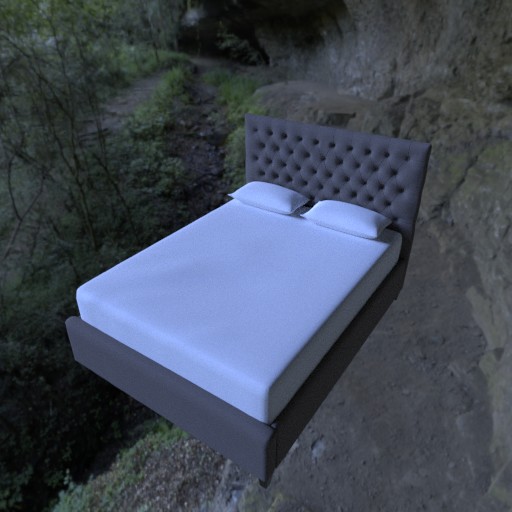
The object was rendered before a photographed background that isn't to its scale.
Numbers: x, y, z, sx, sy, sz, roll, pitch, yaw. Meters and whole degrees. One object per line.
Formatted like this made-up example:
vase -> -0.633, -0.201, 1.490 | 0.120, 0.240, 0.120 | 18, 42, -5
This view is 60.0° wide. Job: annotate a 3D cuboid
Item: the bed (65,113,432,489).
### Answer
bed -> 0.000, 0.000, 3.277 | 1.696, 1.426, 2.233 | 20, 36, 29
